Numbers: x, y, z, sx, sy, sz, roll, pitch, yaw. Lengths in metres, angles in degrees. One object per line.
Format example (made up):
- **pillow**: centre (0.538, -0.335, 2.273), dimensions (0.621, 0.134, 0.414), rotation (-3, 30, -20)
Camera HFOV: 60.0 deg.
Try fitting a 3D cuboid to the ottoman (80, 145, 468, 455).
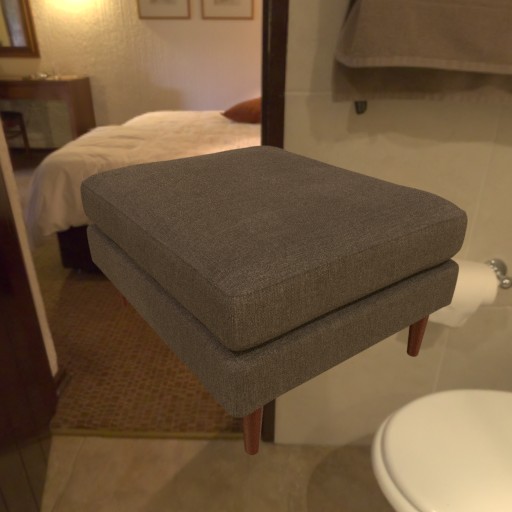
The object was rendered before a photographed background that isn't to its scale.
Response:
- **ottoman**: centre (0.000, 0.000, 1.237), dimensions (0.693, 0.474, 0.821), rotation (-18, 31, -32)
